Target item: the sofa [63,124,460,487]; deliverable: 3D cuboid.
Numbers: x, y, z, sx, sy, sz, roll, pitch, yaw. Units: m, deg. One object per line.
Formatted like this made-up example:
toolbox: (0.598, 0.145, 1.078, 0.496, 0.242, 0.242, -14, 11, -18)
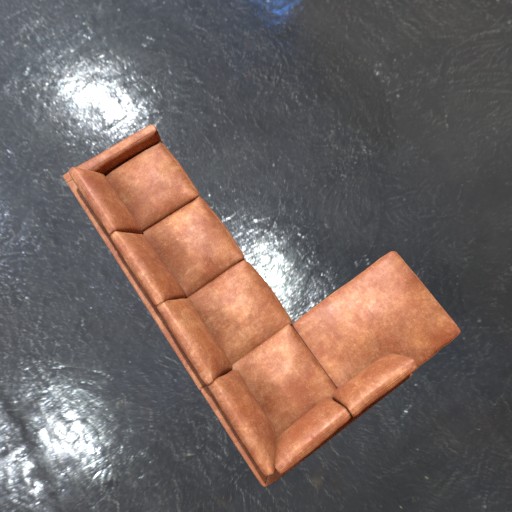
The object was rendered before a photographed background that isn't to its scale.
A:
sofa: (0.000, 0.000, 3.770, 1.938, 0.877, 2.984, -34, 76, -9)
